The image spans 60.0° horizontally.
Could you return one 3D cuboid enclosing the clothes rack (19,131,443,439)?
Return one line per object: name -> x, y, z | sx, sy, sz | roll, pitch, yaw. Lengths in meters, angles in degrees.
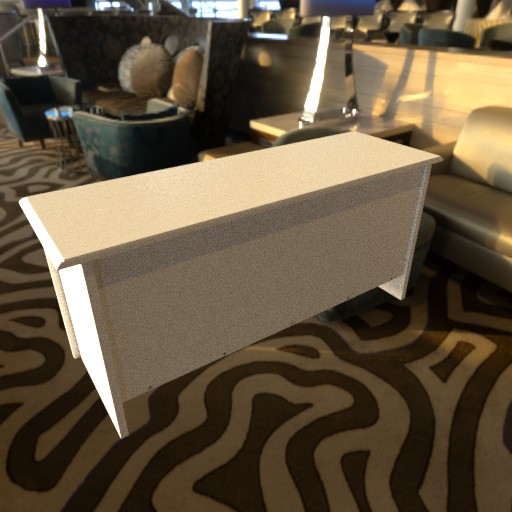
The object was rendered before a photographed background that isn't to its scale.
clothes rack -> 0.000, 0.000, 1.438 | 1.218, 0.558, 0.405 | -19, 35, -29
